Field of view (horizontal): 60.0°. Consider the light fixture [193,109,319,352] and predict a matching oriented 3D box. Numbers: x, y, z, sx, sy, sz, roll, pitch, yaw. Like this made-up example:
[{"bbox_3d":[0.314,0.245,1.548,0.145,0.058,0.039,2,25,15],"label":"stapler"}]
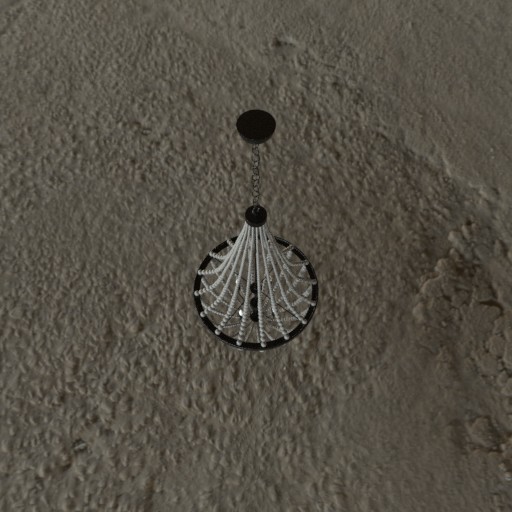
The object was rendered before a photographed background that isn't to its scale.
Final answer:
[{"bbox_3d":[0.000,0.000,1.369,0.450,1.133,0.450,0,63,0],"label":"light fixture"}]
